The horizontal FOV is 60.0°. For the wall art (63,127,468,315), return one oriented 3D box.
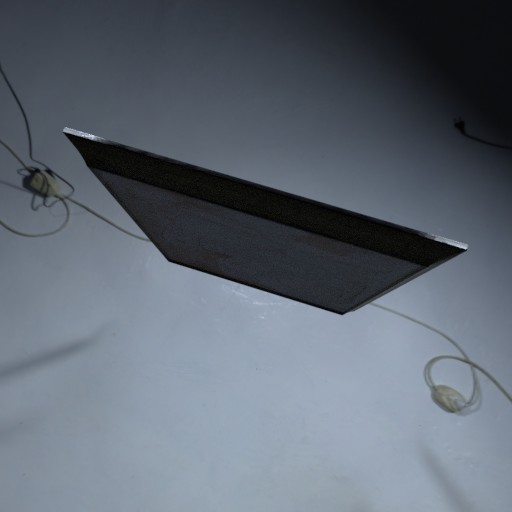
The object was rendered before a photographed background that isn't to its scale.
[{"bbox_3d":[0.000,0.000,0.619,0.381,0.457,0.023,17,77,4],"label":"wall art"}]
